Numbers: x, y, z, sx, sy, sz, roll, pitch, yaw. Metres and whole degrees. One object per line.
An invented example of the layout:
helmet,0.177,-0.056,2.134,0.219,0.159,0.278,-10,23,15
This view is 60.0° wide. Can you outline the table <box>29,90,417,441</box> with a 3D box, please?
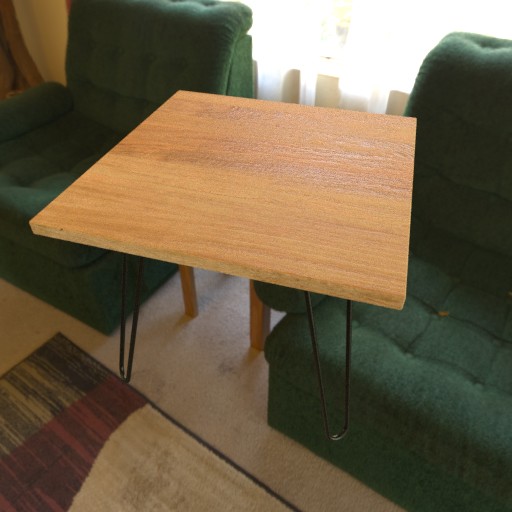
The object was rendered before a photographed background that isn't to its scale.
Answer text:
table,0.000,0.000,1.040,0.599,0.500,0.599,11,42,12
